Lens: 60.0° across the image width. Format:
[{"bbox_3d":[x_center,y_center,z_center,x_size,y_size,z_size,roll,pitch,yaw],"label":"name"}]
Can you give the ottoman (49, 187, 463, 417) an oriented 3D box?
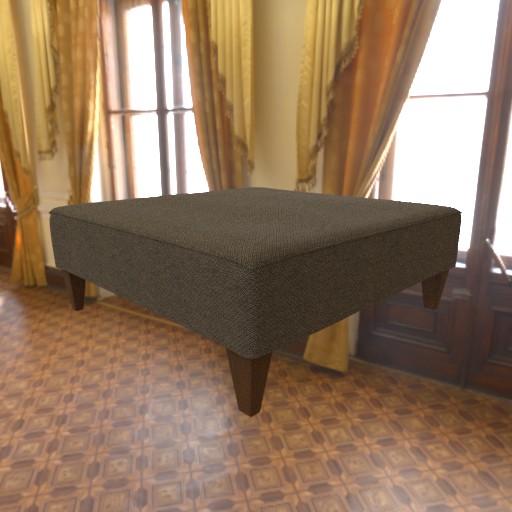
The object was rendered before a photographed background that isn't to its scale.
[{"bbox_3d":[0.000,0.000,1.485,0.981,0.378,0.970,-14,19,-43],"label":"ottoman"}]
